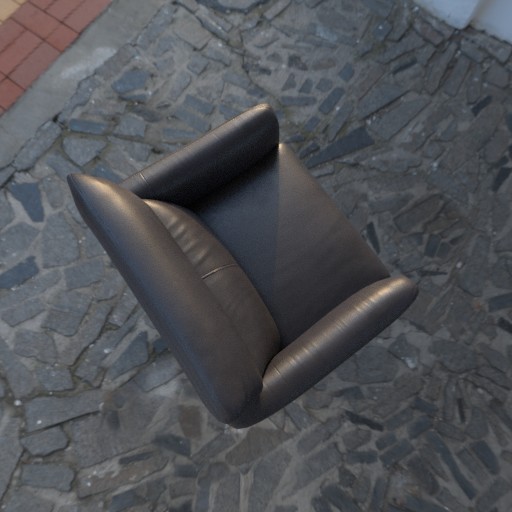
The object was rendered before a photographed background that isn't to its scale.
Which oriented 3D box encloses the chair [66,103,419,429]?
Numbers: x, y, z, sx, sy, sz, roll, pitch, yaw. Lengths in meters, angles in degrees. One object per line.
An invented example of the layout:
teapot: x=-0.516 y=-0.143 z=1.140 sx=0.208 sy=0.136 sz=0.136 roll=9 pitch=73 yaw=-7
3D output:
chair: x=0.000 y=0.000 z=1.639 sx=0.809 sy=0.949 sz=0.976 roll=-35 pitch=78 yaw=-8
